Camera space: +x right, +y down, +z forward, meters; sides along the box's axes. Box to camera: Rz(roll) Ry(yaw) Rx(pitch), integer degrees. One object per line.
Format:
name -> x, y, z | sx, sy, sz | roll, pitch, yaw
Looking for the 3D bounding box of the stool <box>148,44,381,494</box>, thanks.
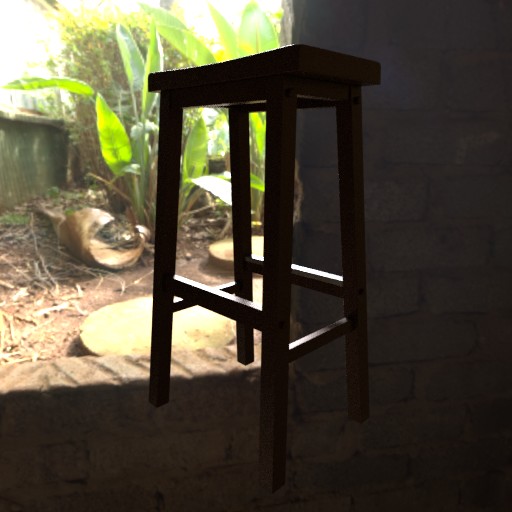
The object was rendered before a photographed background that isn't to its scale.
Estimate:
stool -> 0.000, 0.000, 0.940 | 0.322, 0.742, 0.406 | -14, 20, -43
